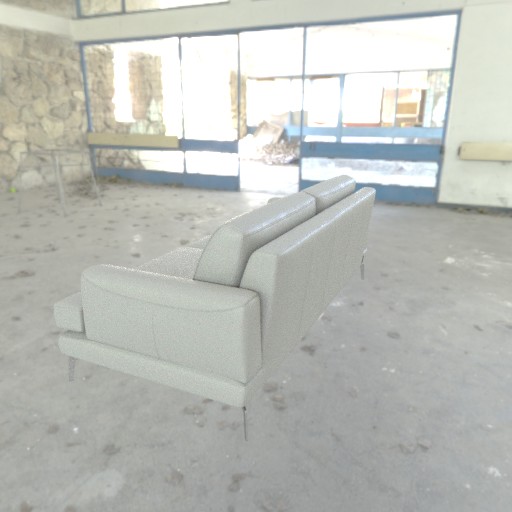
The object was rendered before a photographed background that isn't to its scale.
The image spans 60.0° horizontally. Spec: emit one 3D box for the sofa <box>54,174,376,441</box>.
[{"bbox_3d":[0.000,0.000,2.465,0.974,0.765,1.940,8,19,25],"label":"sofa"}]
